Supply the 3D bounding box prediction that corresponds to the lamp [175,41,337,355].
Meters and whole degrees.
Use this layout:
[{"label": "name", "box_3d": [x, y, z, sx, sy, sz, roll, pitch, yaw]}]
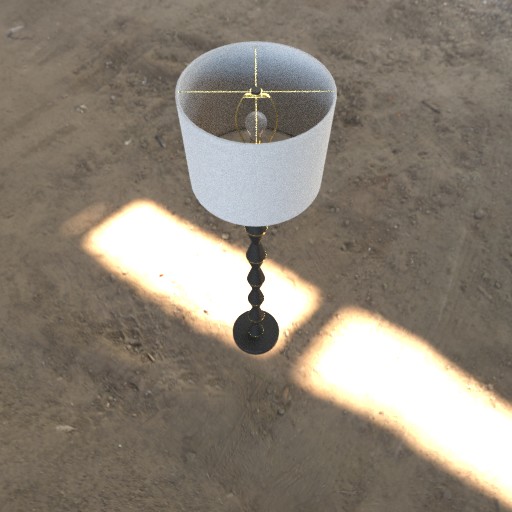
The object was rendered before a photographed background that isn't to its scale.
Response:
[{"label": "lamp", "box_3d": [0.000, 0.000, 1.671, 0.381, 1.480, 0.381, 0, 58, 0]}]
